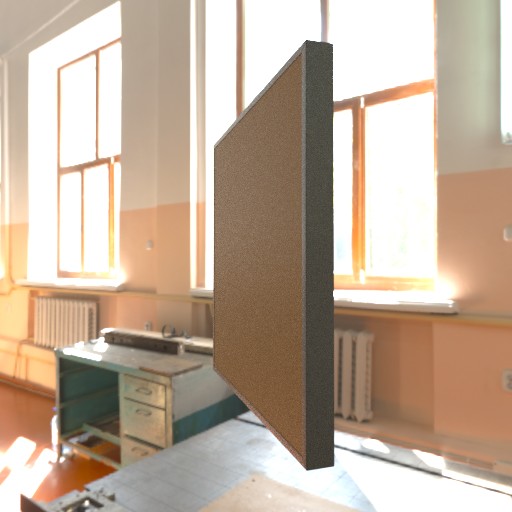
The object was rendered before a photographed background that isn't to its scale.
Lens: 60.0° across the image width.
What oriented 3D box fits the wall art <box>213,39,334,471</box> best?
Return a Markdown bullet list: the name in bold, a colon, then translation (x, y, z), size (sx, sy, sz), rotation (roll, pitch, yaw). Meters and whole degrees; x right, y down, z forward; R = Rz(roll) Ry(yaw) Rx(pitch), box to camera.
- **wall art**: translation (0.000, 0.000, 0.527), size (0.028, 0.349, 0.349), rotation (0, -1, -18)
